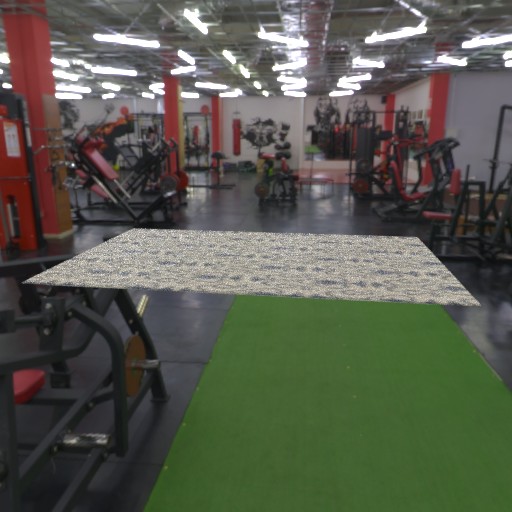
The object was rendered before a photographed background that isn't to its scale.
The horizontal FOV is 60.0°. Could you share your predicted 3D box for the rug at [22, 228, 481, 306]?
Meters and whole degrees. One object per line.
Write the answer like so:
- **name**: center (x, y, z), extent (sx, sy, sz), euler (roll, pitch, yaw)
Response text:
- **rug**: center (0.000, 0.000, 2.062), extent (1.652, 0.006, 1.035), euler (2, 15, 8)
